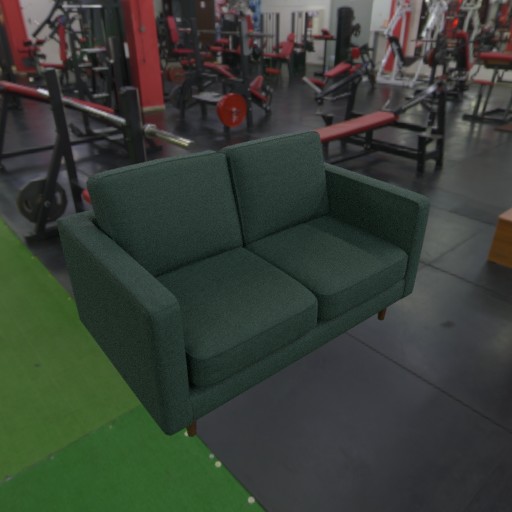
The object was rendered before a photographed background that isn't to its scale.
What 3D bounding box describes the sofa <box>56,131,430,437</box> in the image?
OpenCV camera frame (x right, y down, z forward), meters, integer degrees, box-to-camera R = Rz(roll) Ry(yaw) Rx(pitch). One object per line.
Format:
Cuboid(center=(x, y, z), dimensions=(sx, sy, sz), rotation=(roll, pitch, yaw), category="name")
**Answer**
Cuboid(center=(0.000, 0.000, 2.040), dimensions=(1.430, 0.899, 0.879), rotation=(-21, 36, -33), category="sofa")
